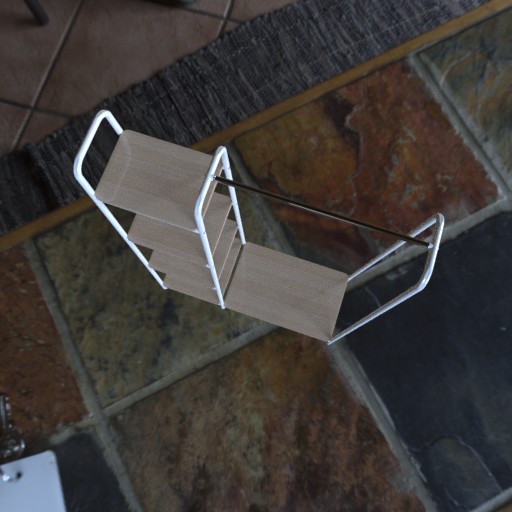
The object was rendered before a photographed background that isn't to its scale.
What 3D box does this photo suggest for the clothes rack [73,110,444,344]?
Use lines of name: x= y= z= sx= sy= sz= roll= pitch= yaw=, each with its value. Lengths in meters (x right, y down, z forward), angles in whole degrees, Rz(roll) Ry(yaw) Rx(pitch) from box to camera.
clothes rack: x=0.000 y=0.000 z=1.921 sx=1.011 sy=1.500 sz=0.400 roll=18 pitch=77 yaw=4
